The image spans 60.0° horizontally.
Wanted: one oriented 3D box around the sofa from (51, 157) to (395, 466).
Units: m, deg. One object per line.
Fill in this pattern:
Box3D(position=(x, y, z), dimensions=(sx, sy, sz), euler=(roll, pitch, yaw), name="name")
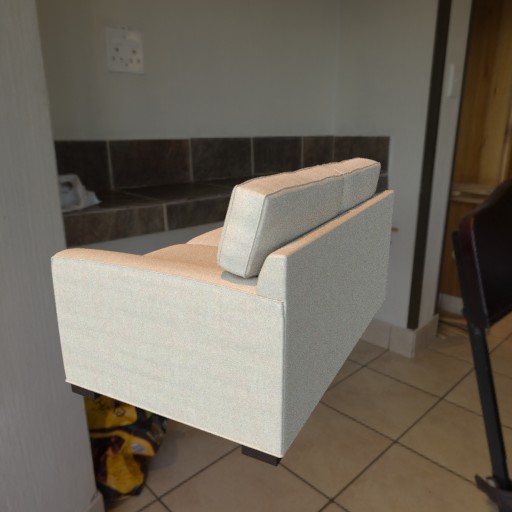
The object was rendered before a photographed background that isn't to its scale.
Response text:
Box3D(position=(0.000, 0.000, 2.054), dimensions=(0.942, 0.853, 1.484), euler=(8, 18, 26), name="sofa")
